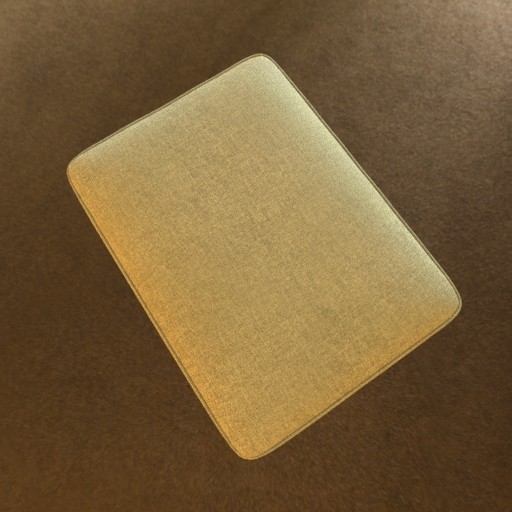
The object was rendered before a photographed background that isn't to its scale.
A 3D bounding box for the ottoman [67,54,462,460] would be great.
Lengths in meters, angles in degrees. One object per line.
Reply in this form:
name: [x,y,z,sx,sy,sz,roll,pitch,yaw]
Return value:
ottoman: [0.000,0.000,1.309,0.661,0.561,0.889,-33,77,-8]
